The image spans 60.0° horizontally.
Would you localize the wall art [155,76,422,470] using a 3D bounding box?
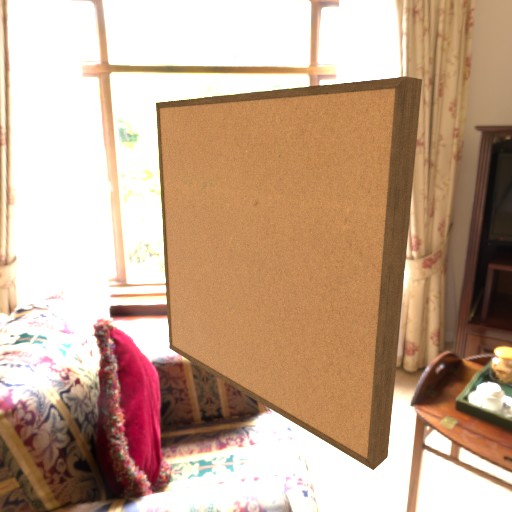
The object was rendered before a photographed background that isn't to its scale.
[{"bbox_3d":[0.000,0.000,0.735,0.038,0.508,0.508,-14,20,-42],"label":"wall art"}]
